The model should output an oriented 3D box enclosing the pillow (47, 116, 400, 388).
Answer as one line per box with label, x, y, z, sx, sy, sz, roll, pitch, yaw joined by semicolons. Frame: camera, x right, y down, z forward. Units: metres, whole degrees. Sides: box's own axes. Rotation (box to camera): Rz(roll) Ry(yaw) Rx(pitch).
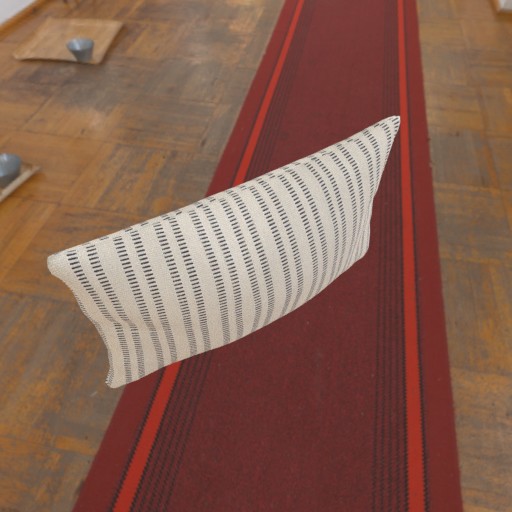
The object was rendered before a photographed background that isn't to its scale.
pillow;0.000;0.000;0.801;0.640;0.353;0.210;-26;53;-22
